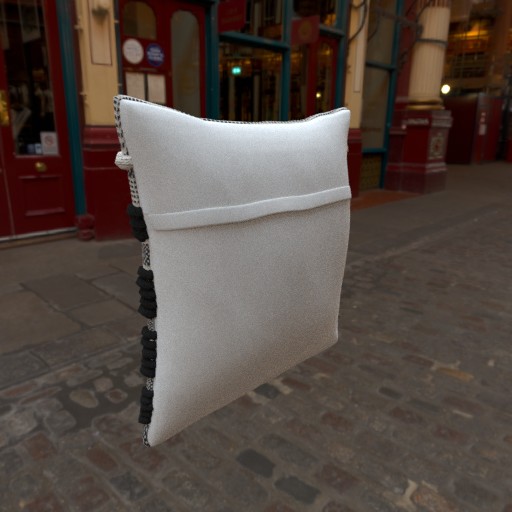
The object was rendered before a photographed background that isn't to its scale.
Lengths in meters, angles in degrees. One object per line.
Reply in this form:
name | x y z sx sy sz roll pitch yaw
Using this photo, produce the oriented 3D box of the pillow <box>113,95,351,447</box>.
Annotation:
pillow | 0.000 0.000 0.670 0.156 0.438 0.436 15 22 42
